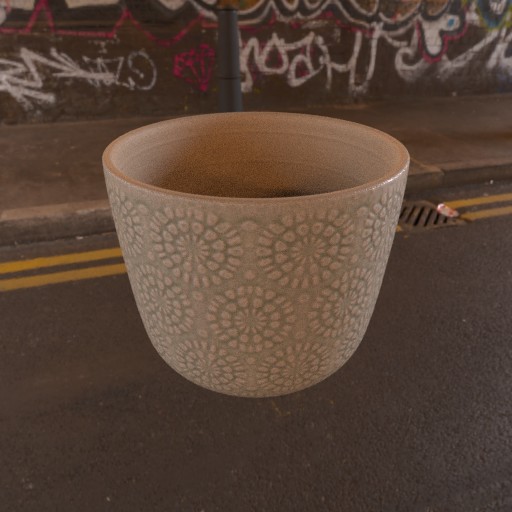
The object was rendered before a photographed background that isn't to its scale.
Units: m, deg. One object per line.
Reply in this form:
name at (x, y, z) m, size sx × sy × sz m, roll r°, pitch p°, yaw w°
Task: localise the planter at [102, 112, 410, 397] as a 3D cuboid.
planter at (0.000, 0.000, 0.213) m, size 0.124 × 0.109 × 0.124 m, roll 0°, pitch 30°, yaw 0°
